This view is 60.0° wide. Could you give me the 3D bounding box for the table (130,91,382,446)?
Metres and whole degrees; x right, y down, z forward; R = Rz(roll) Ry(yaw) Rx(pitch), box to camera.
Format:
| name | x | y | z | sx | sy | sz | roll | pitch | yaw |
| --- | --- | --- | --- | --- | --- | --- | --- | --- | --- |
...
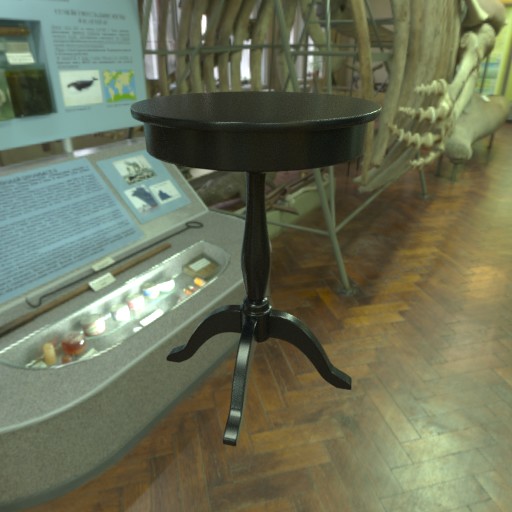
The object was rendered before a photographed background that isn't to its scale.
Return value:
| name | x | y | z | sx | sy | sz | roll | pitch | yaw |
| --- | --- | --- | --- | --- | --- | --- | --- | --- | --- |
| table | 0.000 | 0.000 | 1.009 | 0.481 | 0.665 | 0.481 | 0 | 26 | 0 |
